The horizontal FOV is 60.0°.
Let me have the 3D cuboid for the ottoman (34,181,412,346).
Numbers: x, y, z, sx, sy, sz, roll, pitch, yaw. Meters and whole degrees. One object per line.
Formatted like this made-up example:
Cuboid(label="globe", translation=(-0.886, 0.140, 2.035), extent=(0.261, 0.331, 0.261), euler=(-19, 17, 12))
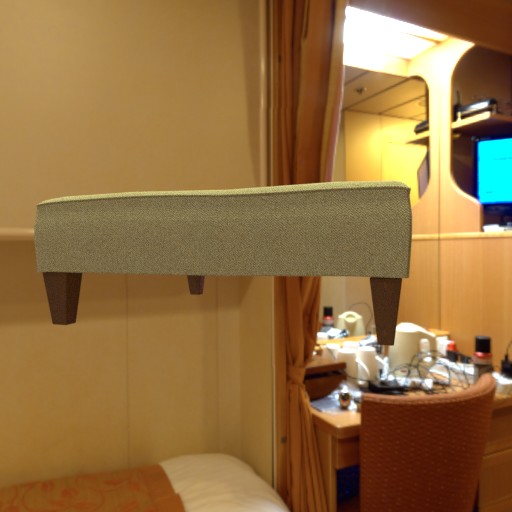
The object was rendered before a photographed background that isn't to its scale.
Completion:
Cuboid(label="ottoman", translation=(0.000, 0.000, 1.543), extent=(1.004, 0.379, 0.968), euler=(0, 1, 18))
